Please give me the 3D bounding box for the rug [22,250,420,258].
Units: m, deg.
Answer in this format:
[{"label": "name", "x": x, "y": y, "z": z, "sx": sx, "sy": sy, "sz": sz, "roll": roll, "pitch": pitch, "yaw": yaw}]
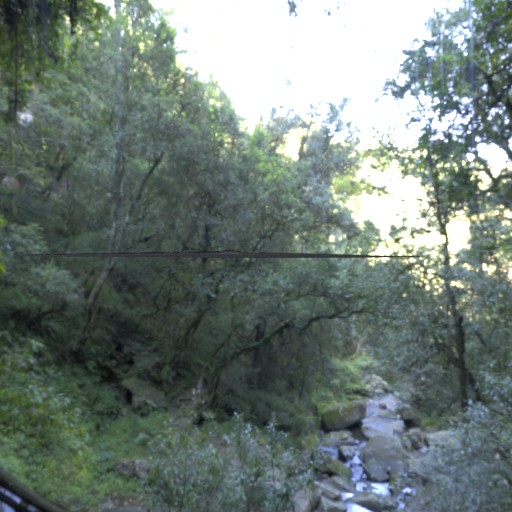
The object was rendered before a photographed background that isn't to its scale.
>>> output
[{"label": "rug", "x": 0.000, "y": 0.000, "z": 2.127, "sx": 1.072, "sy": 0.013, "sz": 1.698, "roll": 0, "pitch": -1, "yaw": 36}]
